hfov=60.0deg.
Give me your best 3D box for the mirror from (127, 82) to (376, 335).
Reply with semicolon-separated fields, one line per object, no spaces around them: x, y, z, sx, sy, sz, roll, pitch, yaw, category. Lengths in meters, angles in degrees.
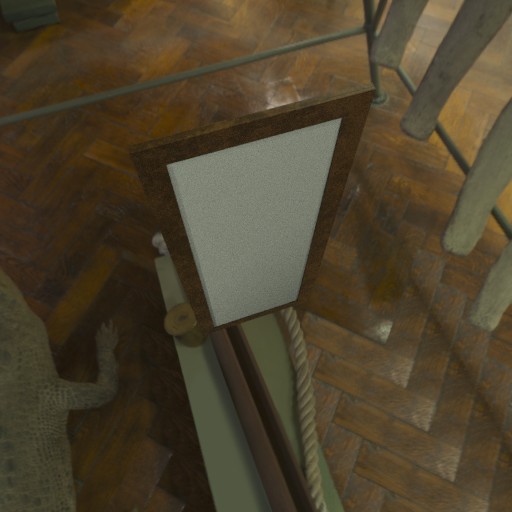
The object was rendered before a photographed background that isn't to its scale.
0.000;0.000;2.305;0.812;2.031;0.032;-17;66;-8;mirror
